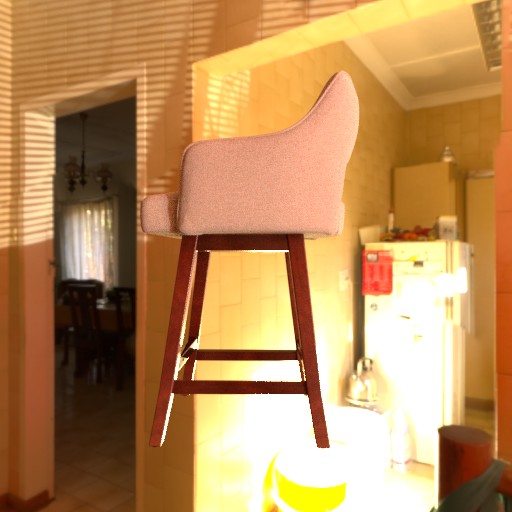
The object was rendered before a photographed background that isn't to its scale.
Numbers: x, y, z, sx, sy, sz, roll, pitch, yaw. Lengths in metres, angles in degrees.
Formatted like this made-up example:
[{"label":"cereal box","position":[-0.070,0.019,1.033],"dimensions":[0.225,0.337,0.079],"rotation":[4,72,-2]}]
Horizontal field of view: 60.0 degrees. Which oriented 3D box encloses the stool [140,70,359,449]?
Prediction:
[{"label":"stool","position":[0.000,0.000,1.285],"dimensions":[0.560,0.936,0.550],"rotation":[0,0,2]}]
